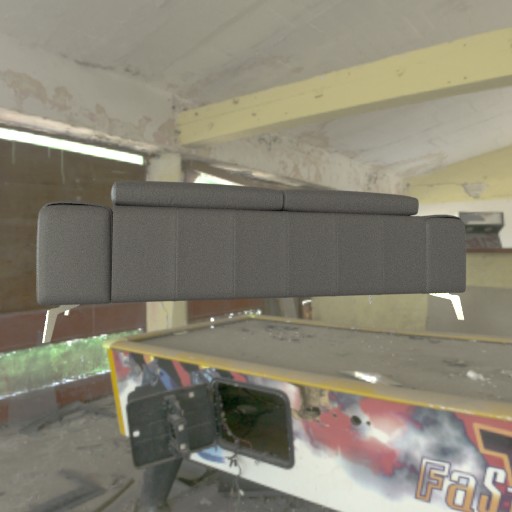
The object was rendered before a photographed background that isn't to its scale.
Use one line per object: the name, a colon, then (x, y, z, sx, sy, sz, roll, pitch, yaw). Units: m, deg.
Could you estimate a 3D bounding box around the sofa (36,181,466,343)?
sofa: (0.000, 0.000, 2.741, 2.321, 0.759, 1.023, 0, 0, -18)
